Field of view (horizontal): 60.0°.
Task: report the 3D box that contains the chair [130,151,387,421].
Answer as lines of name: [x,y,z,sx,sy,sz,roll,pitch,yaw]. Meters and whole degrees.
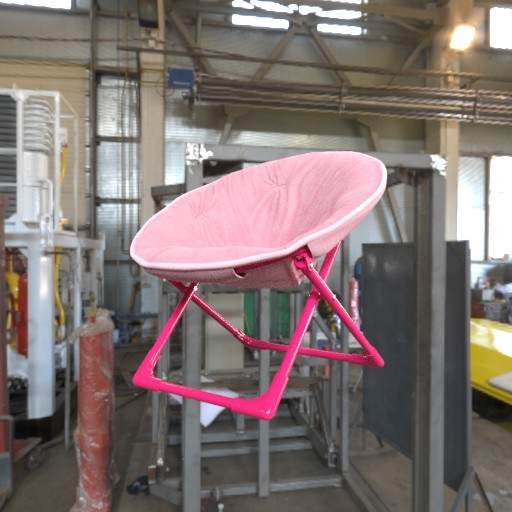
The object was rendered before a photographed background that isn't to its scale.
chair: [0.000,0.000,0.903,0.522,0.494,0.459,0,1,35]
